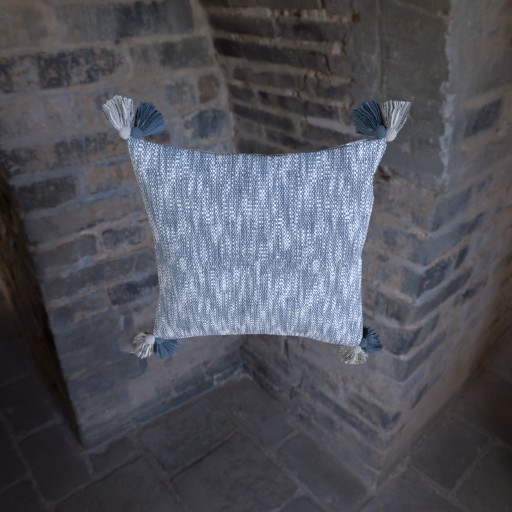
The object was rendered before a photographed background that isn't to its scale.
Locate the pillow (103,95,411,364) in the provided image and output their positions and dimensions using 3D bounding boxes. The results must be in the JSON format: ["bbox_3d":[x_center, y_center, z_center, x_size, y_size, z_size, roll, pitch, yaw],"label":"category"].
[{"bbox_3d":[0.000,0.000,0.922,0.614,0.634,0.138,1,30,1],"label":"pillow"}]
